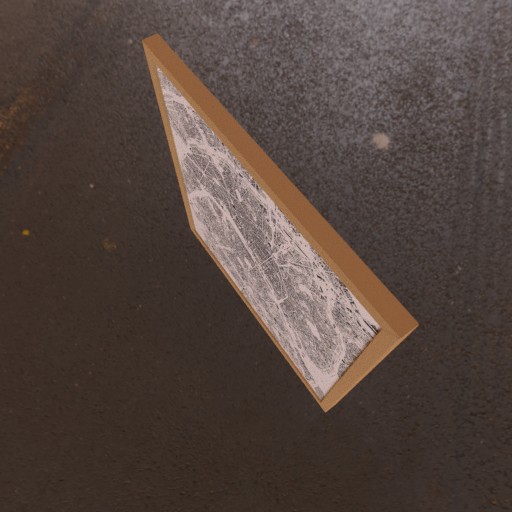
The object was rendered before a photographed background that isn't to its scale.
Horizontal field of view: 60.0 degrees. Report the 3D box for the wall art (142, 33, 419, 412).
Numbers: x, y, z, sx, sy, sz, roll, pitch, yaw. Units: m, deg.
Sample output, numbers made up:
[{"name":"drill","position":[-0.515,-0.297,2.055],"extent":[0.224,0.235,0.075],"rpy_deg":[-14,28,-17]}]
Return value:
[{"name":"wall art","position":[0.000,0.000,1.107],"extent":[0.037,0.761,0.761],"rpy_deg":[-32,67,-15]}]
